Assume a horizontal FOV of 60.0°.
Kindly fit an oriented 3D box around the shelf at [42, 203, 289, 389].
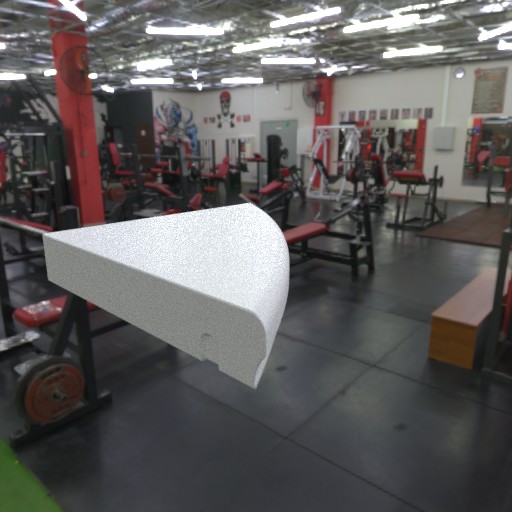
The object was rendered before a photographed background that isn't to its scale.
[{"bbox_3d":[0.000,0.000,0.464,0.310,0.050,0.310,14,21,42],"label":"shelf"}]
